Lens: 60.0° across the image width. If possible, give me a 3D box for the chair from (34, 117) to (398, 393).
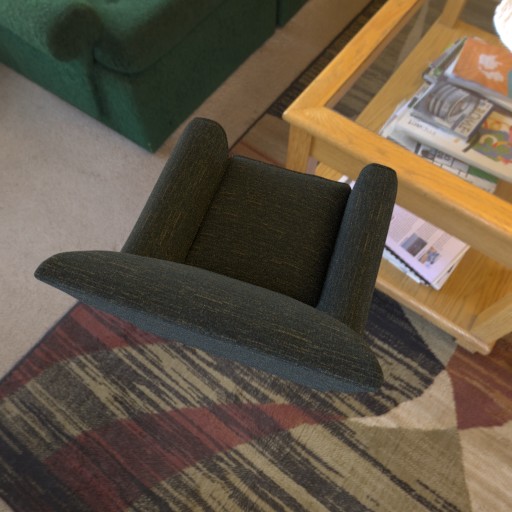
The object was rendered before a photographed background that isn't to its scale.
[{"bbox_3d":[0.000,0.000,1.599,0.864,0.928,0.873,17,65,8],"label":"chair"}]
